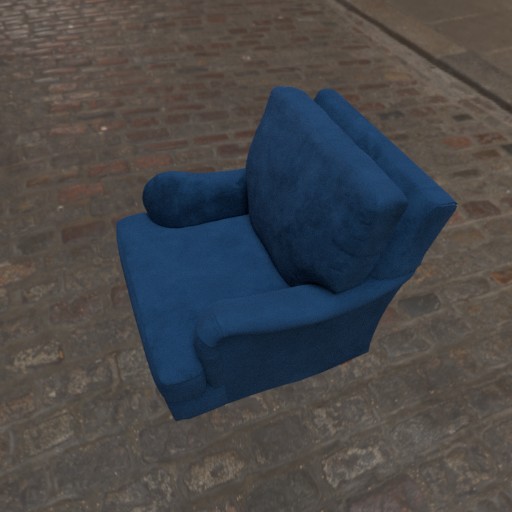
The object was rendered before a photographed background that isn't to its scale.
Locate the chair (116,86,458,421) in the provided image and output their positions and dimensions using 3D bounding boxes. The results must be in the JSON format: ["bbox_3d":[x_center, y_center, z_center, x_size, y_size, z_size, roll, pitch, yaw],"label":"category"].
[{"bbox_3d":[0.000,0.000,1.865,1.078,1.076,0.895,-17,50,-15],"label":"chair"}]
